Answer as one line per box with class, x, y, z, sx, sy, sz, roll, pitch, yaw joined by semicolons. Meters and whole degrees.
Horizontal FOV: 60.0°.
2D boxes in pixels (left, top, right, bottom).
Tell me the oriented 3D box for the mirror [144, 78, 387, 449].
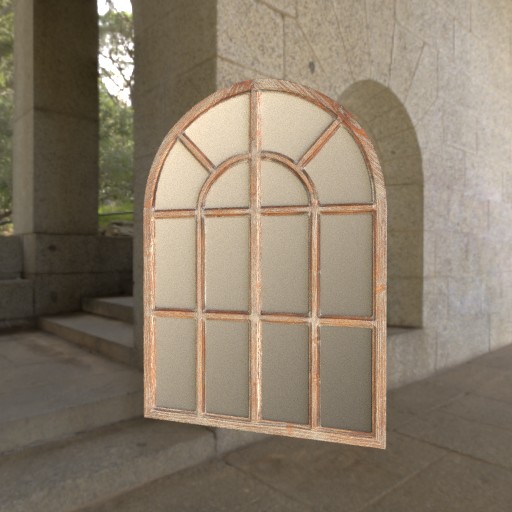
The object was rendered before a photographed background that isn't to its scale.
mirror;0.000;0.000;1.171;0.660;0.920;0.032;0;1;18
